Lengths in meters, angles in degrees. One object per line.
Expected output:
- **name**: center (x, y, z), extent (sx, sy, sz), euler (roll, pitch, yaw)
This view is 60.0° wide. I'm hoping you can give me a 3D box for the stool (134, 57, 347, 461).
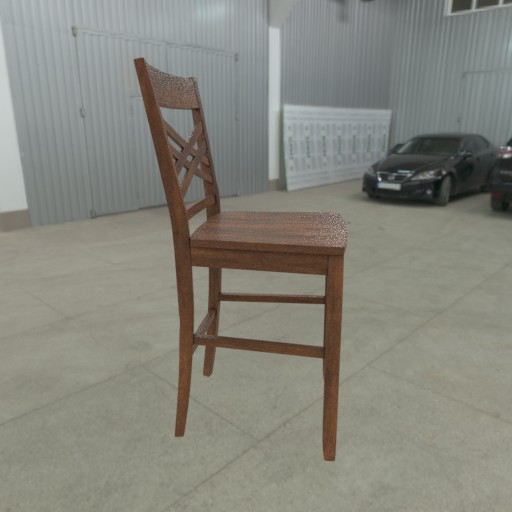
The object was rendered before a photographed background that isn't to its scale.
- **stool**: center (0.000, 0.000, 1.368), extent (0.539, 1.079, 0.462), euler (2, 16, 8)
